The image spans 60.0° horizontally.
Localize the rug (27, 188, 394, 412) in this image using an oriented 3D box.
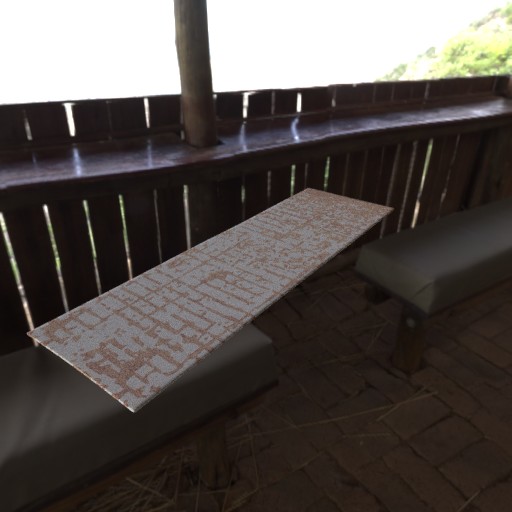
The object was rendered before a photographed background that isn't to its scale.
[{"bbox_3d":[0.000,0.000,2.655,0.750,0.011,2.435,20,34,32],"label":"rug"}]
